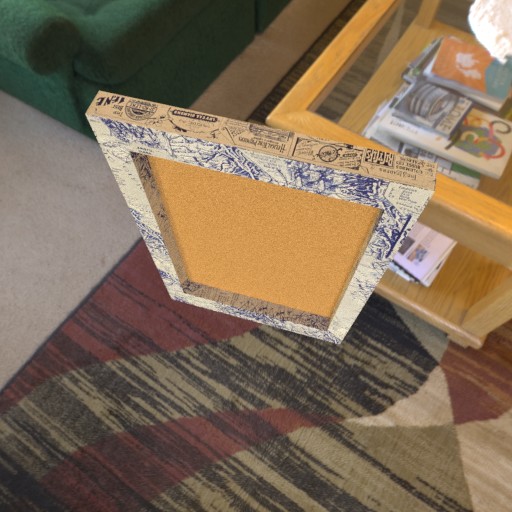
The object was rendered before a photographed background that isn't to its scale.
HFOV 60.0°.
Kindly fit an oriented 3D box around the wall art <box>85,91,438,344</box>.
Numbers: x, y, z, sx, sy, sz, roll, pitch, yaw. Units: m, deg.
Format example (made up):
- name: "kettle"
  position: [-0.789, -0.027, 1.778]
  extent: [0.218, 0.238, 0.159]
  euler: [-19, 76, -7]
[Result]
- name: "wall art"
  position: [0.000, 0.000, 0.774]
  extent: [0.408, 0.601, 0.040]
  euler: [14, 64, 7]
